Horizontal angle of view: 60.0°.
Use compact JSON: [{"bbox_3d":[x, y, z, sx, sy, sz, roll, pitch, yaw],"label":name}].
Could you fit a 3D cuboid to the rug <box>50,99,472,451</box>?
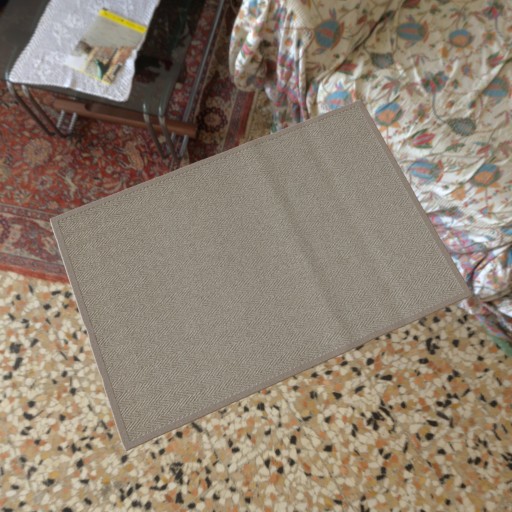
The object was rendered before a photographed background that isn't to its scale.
[{"bbox_3d":[0.000,0.000,2.838,2.290,0.021,1.540,-23,75,-6],"label":"rug"}]
